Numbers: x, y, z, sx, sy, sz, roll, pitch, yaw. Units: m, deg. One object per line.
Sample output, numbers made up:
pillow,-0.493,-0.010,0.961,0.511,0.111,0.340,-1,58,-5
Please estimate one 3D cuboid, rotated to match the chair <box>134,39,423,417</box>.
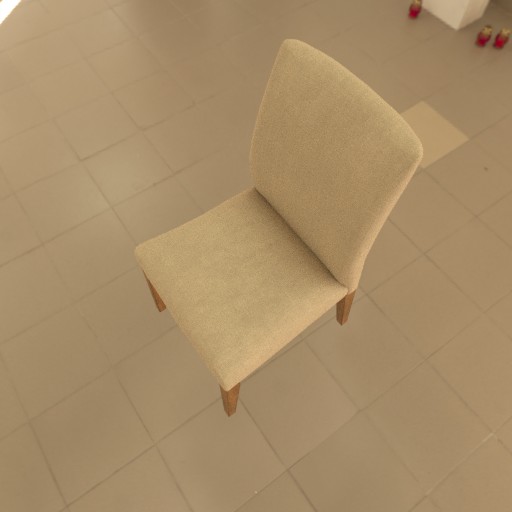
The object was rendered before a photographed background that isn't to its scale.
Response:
chair,0.000,0.000,1.271,0.585,0.940,0.496,-32,67,-16
